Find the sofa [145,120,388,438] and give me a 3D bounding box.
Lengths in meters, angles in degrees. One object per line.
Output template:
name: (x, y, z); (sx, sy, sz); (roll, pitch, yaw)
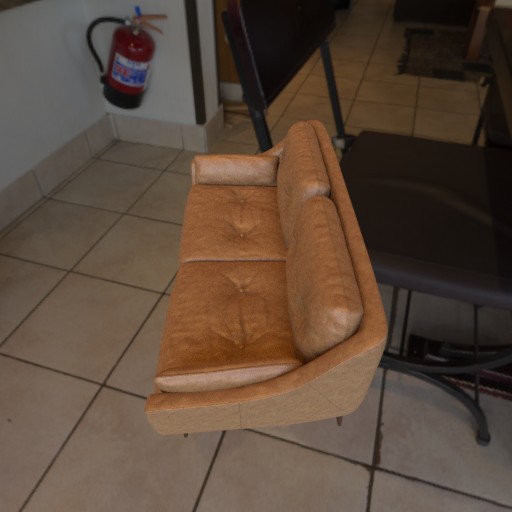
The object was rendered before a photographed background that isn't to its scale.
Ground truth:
sofa: (0.000, 0.000, 2.378); (0.904, 0.839, 1.902); (-1, 40, -1)
